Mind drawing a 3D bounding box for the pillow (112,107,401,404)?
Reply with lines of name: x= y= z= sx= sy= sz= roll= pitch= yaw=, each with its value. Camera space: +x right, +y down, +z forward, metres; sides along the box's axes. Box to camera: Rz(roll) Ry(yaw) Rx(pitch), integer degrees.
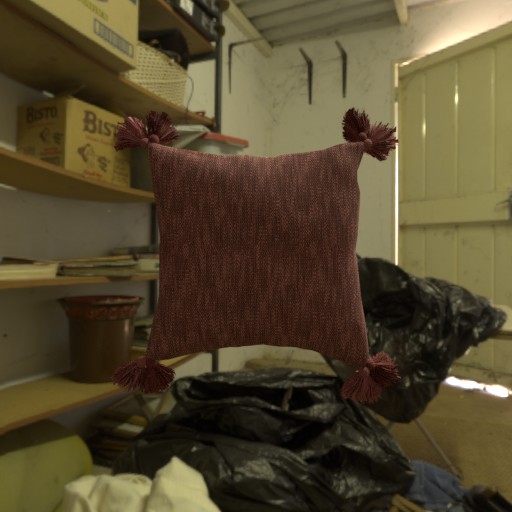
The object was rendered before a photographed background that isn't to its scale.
pillow: x=0.000 y=0.000 z=0.961 sx=0.641 sy=0.659 sz=0.138 roll=0 pitch=1 yaw=1
